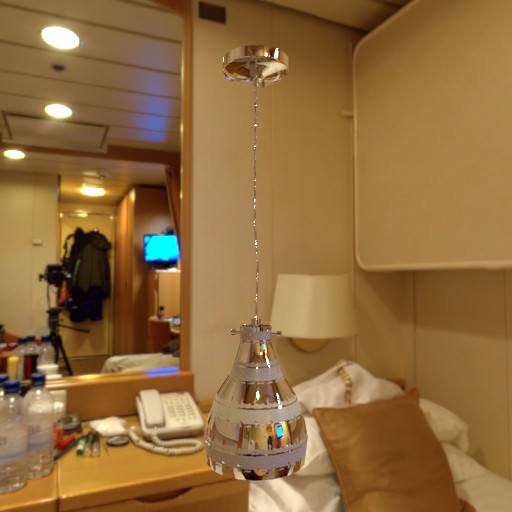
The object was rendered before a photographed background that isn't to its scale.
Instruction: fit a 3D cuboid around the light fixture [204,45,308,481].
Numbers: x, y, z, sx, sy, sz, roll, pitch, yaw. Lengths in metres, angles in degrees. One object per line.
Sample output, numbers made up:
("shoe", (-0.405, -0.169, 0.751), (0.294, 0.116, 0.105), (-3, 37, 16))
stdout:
("light fixture", (0.000, 0.000, 1.630), (0.374, 1.457, 0.374), (-1, -3, 19))
